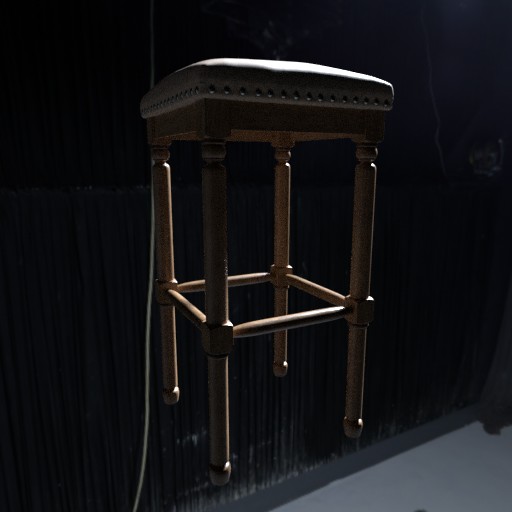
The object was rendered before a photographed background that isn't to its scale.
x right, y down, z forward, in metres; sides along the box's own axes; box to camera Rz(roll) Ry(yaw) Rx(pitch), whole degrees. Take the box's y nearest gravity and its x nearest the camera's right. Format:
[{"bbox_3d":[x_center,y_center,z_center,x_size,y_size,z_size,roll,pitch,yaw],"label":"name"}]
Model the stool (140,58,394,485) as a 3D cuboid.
[{"bbox_3d":[0.000,0.000,0.960,0.382,0.768,0.383,-6,13,-27],"label":"stool"}]
